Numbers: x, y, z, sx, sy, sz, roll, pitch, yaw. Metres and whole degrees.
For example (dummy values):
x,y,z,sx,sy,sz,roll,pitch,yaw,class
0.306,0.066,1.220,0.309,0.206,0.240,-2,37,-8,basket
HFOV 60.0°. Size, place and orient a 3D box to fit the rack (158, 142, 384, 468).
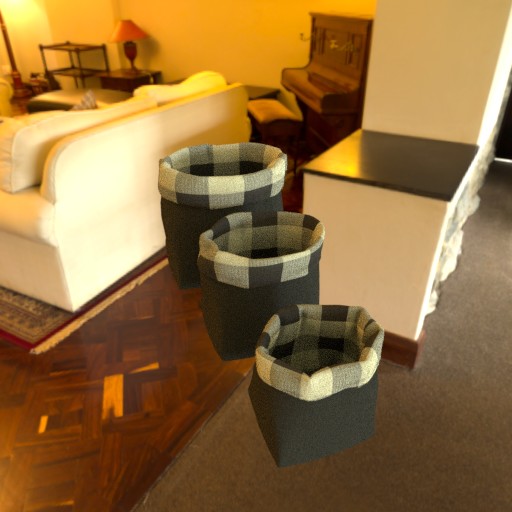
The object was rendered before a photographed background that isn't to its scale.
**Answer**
x,y,z,sx,sy,sz,roll,pitch,yaw,class
0.000,0.000,1.069,0.370,0.329,0.889,-10,32,-16,rack
